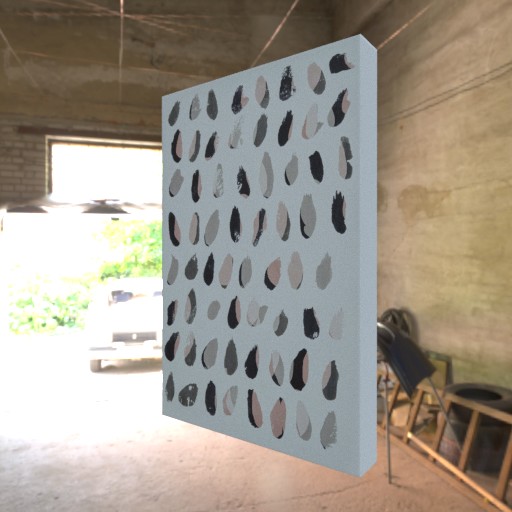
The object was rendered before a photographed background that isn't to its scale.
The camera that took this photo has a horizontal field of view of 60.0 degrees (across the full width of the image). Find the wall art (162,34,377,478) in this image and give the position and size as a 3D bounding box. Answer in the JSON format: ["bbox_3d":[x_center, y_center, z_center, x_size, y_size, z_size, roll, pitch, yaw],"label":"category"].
[{"bbox_3d":[0.000,0.000,0.471,0.252,0.381,0.039,0,0,37],"label":"wall art"}]
